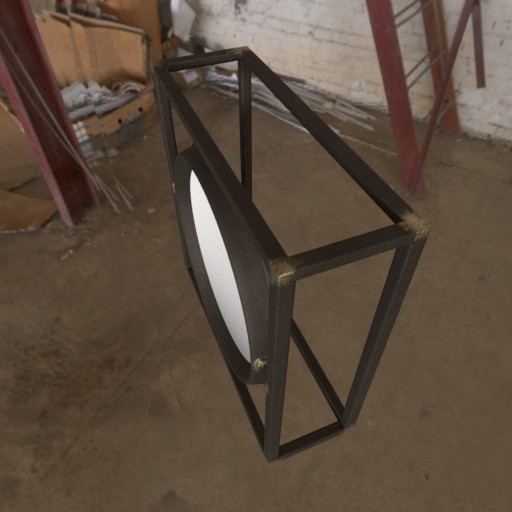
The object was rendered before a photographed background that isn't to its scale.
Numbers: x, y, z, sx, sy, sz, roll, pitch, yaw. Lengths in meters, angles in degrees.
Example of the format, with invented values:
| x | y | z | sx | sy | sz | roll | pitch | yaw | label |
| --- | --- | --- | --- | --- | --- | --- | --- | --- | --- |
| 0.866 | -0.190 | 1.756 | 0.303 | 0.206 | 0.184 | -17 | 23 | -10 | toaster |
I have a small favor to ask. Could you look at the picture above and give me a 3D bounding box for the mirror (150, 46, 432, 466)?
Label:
| x | y | z | sx | sy | sz | roll | pitch | yaw | label |
| --- | --- | --- | --- | --- | --- | --- | --- | --- | --- |
| 0.000 | 0.000 | 0.465 | 0.107 | 0.303 | 0.306 | -17 | 49 | -15 | mirror |
